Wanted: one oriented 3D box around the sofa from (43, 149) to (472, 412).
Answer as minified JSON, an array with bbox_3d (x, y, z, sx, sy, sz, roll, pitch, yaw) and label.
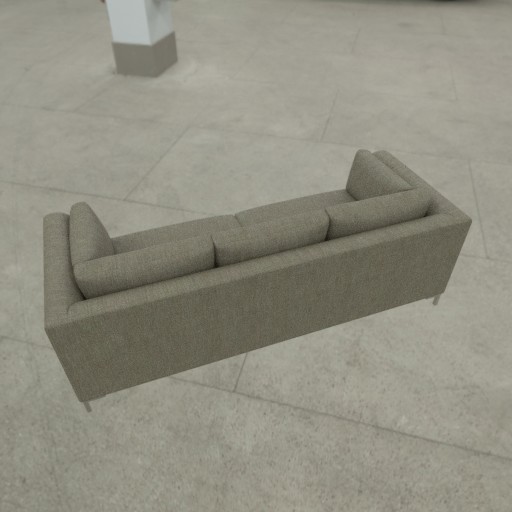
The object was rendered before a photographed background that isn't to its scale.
[{"bbox_3d":[0.000,0.000,2.875,2.415,0.867,0.969,-14,43,-15],"label":"sofa"}]
